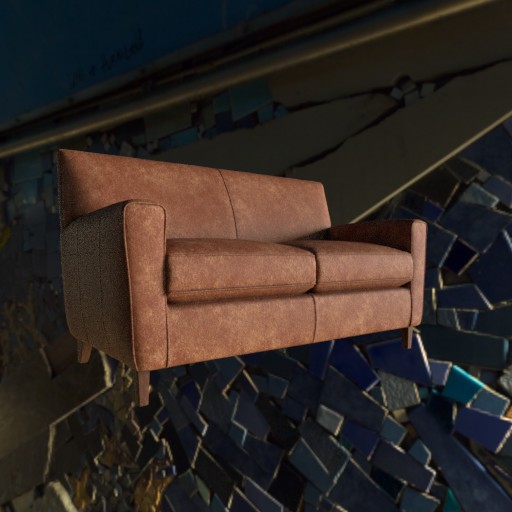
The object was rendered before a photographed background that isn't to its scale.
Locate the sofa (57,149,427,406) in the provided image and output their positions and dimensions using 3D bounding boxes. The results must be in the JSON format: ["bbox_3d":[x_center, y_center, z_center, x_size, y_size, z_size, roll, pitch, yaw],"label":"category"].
[{"bbox_3d":[0.000,0.000,1.951,1.473,0.871,0.787,0,1,-36],"label":"sofa"}]
